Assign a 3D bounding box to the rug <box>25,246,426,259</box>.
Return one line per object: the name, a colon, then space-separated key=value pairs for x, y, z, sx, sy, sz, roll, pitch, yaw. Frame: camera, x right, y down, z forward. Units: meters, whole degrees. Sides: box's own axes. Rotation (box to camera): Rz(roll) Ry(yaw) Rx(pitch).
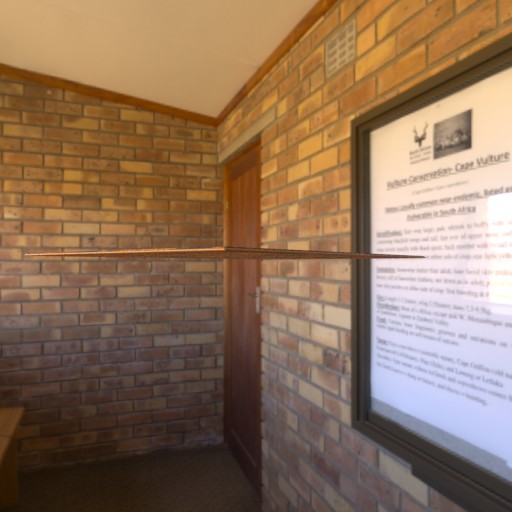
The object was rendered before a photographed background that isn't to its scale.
rug: x=0.000 y=0.000 z=2.240 sx=1.148 sy=0.013 sz=1.758 roll=-1 pitch=-1 yaw=38
